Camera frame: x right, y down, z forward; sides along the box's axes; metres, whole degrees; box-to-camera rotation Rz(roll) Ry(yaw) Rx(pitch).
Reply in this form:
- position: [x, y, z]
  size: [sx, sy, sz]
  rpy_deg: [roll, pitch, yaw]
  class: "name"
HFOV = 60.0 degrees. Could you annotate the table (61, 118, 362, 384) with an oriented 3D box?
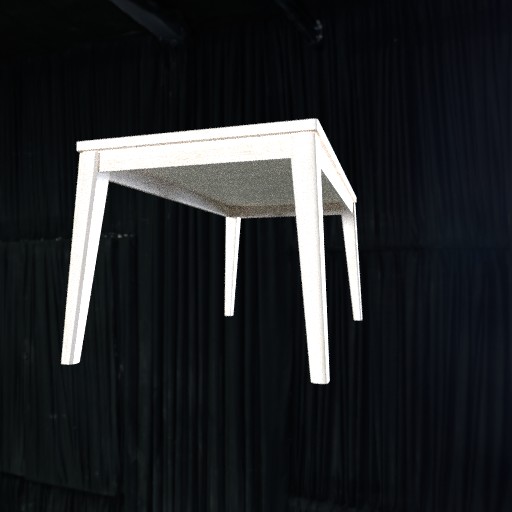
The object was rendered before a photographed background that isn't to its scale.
- position: [0.000, 0.000, 2.139]
  size: [0.900, 0.760, 1.600]
  rpy_deg: [0, -2, 17]
  class: "table"
